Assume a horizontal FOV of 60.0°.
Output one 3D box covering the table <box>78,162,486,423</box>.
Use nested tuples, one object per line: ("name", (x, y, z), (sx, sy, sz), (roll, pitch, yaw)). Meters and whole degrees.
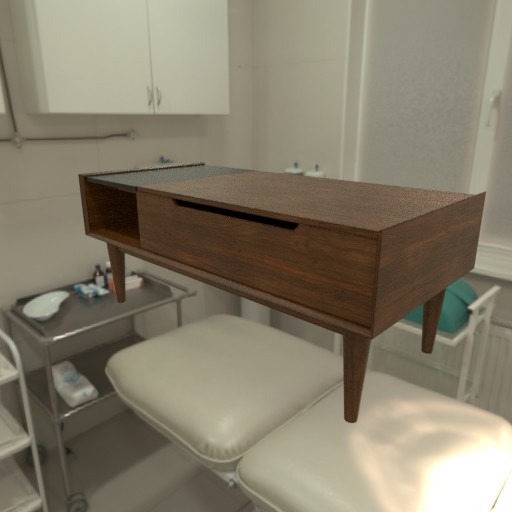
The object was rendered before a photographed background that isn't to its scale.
("table", (0.000, 0.000, 1.521), (1.221, 0.508, 0.610), (16, 23, 41))
